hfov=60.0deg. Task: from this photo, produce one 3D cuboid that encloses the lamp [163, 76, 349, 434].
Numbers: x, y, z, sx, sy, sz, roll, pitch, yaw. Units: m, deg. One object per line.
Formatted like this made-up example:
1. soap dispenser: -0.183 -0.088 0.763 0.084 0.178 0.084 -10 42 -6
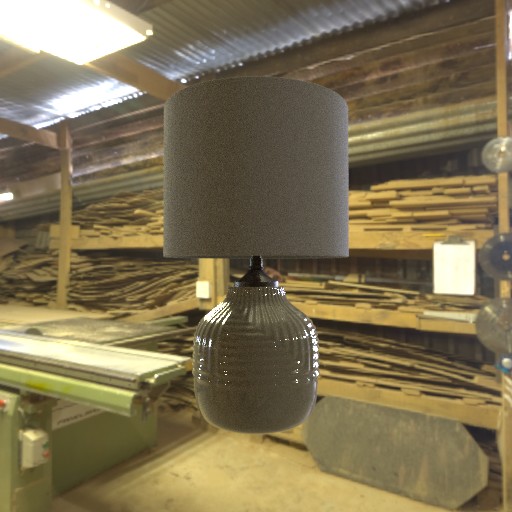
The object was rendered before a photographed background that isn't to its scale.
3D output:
1. lamp: 0.000 0.000 0.775 0.318 0.567 0.318 0 -1 0
